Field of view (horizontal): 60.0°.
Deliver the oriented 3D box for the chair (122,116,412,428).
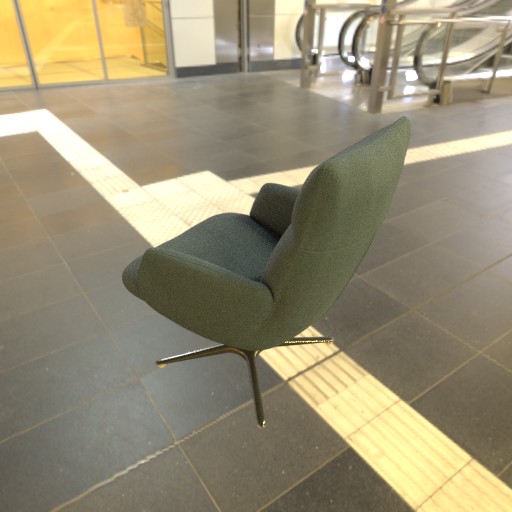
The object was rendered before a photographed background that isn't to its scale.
[{"bbox_3d":[0.000,0.000,1.621,0.889,1.016,0.711,20,37,30],"label":"chair"}]
